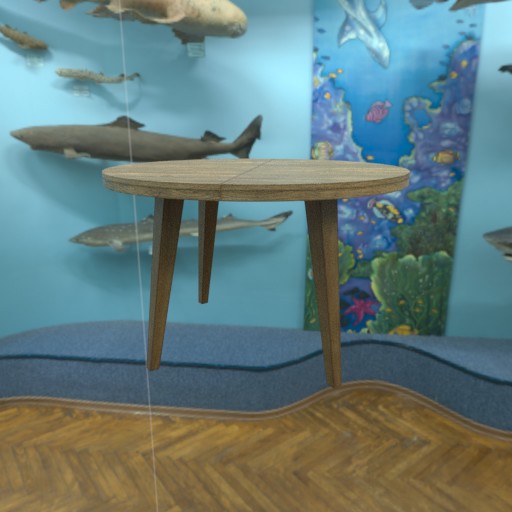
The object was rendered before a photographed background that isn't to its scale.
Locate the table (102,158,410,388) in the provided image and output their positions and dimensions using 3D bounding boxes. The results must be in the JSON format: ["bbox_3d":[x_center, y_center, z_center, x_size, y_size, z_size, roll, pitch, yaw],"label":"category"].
[{"bbox_3d":[0.000,0.000,1.944,1.213,0.764,1.213,0,16,0],"label":"table"}]
